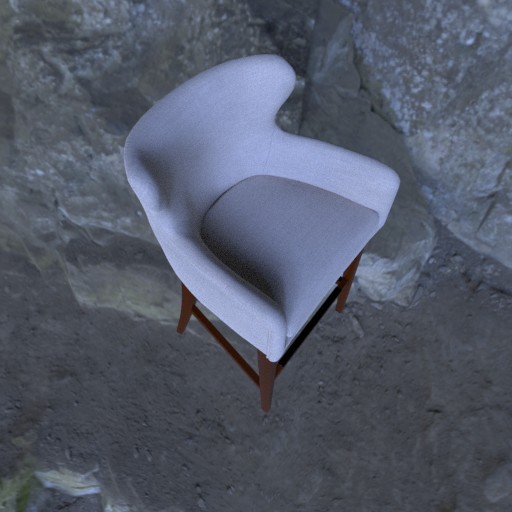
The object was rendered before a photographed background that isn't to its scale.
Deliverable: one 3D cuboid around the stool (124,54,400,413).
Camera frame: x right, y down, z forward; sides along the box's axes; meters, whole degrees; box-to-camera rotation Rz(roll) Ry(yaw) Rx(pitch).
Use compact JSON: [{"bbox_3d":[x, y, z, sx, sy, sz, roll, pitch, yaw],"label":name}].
[{"bbox_3d":[0.000,0.000,1.408,0.563,1.034,0.556,33,64,19],"label":"stool"}]
